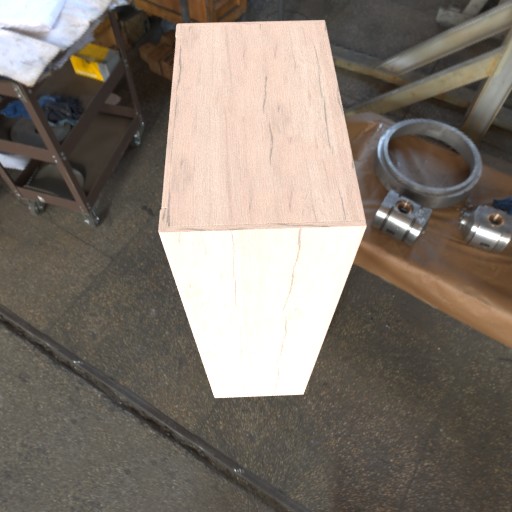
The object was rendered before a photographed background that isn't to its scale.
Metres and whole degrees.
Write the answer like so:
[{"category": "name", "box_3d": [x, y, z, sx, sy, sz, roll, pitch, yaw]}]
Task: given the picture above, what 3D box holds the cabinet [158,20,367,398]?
[{"category": "cabinet", "box_3d": [0.000, 0.000, 2.308, 0.580, 1.930, 0.980, -2, 59, -1]}]
